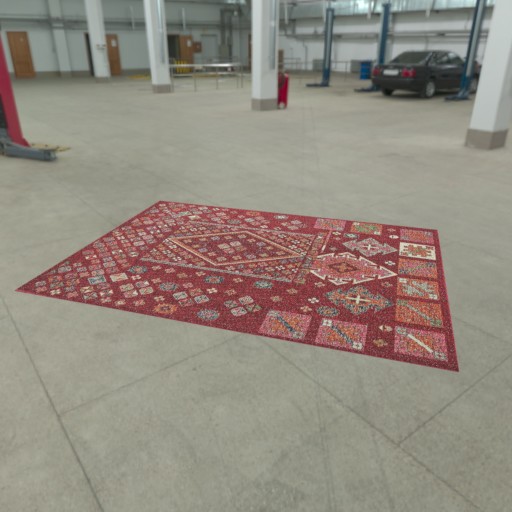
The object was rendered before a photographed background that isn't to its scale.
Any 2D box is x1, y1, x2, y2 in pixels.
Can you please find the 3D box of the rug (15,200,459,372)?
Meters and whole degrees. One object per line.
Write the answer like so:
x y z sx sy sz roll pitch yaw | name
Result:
0.000 0.000 2.732 2.184 0.007 1.579 8 26 16 | rug
